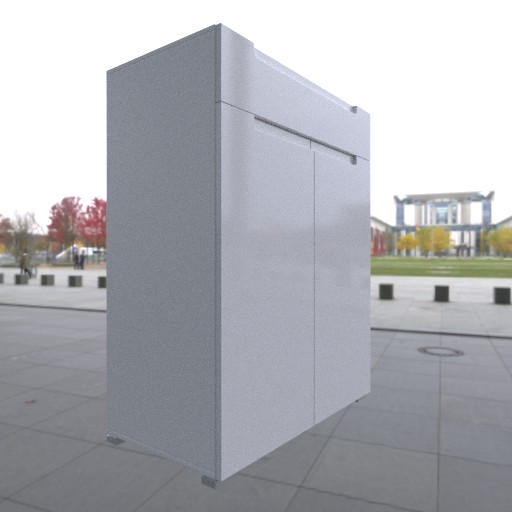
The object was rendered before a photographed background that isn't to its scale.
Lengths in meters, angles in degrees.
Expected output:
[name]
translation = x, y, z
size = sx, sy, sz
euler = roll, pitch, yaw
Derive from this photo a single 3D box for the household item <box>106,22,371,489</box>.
[household item]
translation = 0.000, 0.000, 1.391
size = 0.420, 1.010, 0.790
euler = 0, 0, 38
